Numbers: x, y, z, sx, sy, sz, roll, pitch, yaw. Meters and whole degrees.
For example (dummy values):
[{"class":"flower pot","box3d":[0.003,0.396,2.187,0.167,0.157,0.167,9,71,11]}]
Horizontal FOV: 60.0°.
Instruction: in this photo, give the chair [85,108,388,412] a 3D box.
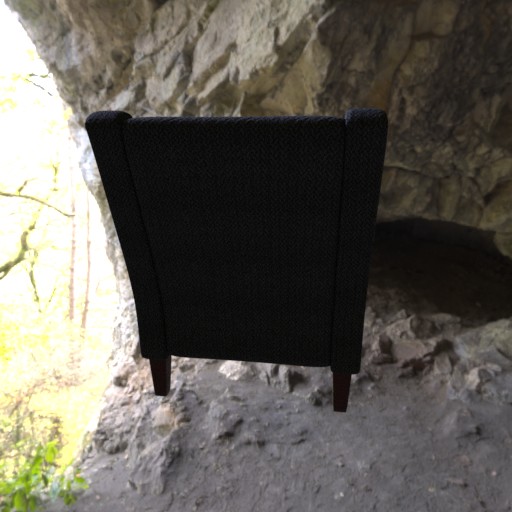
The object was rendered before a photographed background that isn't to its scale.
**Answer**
[{"class":"chair","box3d":[0.000,0.000,1.680,0.793,1.012,0.944,2,15,8]}]
